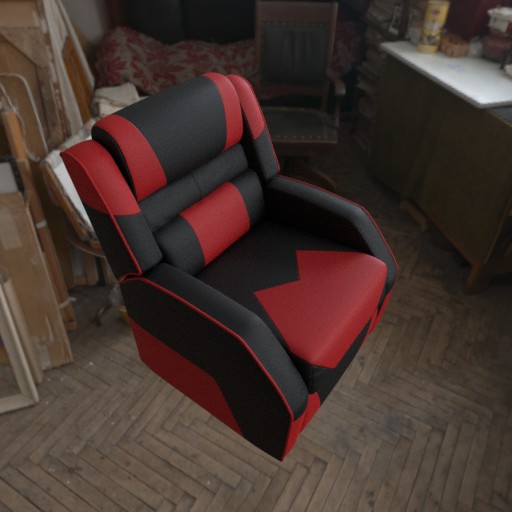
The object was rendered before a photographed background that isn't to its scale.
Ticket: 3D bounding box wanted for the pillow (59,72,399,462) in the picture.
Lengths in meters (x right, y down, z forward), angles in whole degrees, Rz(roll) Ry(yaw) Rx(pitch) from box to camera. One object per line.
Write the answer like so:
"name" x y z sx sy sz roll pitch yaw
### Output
"pillow" 0.000 0.000 1.270 0.672 0.805 0.620 26 48 26
